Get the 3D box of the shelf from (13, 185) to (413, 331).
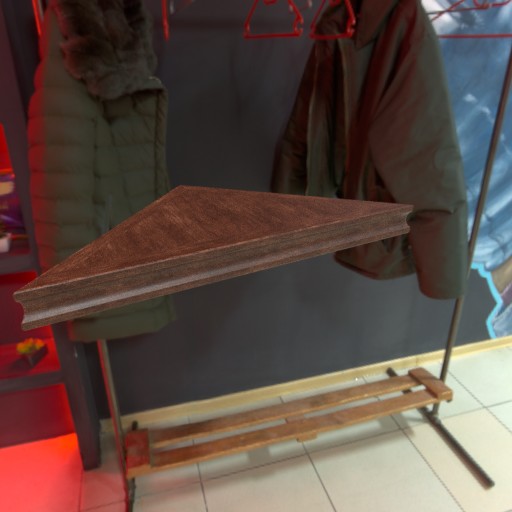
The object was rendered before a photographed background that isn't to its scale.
[{"bbox_3d":[0.000,0.000,0.432,0.296,0.035,0.296,7,26,14],"label":"shelf"}]
